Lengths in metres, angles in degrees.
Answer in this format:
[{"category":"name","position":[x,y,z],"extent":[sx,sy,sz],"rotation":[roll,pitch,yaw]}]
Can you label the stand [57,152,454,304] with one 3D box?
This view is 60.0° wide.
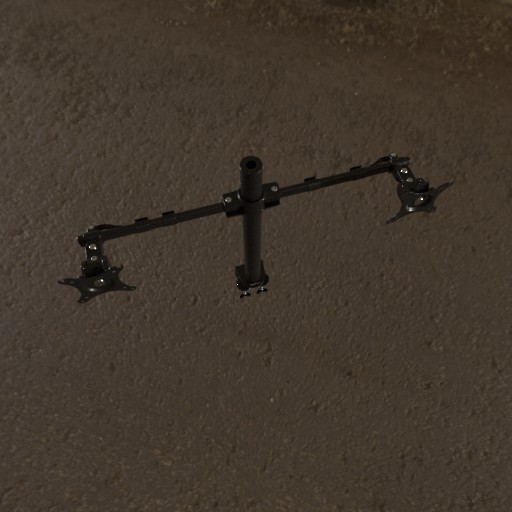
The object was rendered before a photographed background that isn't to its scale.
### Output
[{"category":"stand","position":[0.000,0.000,1.050],"extent":[0.743,0.603,0.150],"rotation":[-15,64,-7]}]
